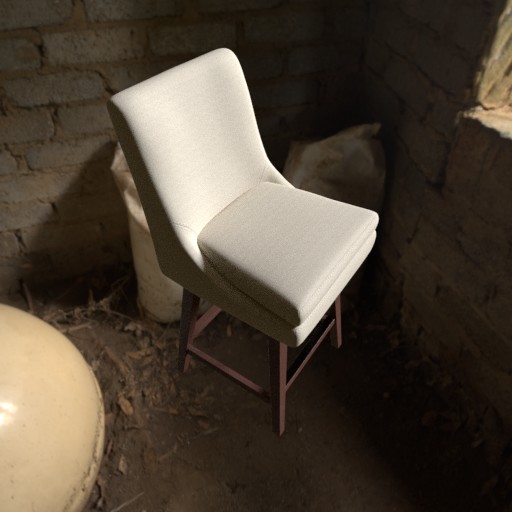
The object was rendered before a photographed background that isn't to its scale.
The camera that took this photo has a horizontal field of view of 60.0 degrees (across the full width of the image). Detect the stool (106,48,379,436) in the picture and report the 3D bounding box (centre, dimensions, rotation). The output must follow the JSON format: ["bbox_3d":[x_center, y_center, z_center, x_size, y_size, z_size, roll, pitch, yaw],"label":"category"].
[{"bbox_3d":[0.000,0.000,1.323,0.559,0.991,0.483,25,48,25],"label":"stool"}]
